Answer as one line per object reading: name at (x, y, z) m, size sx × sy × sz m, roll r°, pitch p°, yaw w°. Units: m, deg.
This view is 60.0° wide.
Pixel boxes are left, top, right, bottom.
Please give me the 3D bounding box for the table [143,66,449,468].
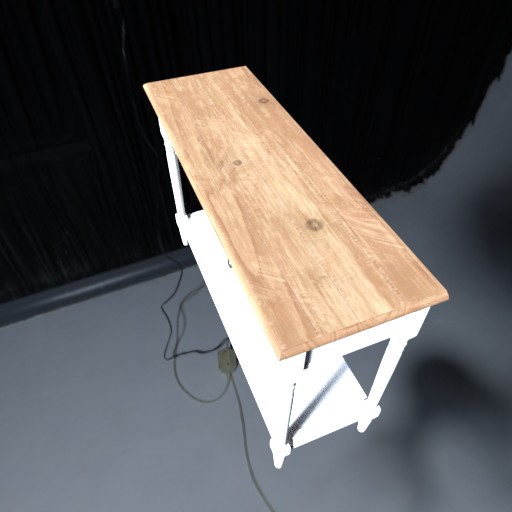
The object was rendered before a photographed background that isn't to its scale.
table at (0.000, 0.000, 1.567) m, size 0.399 × 0.800 × 1.219 m, roll -16°, pitch 49°, yaw -15°
